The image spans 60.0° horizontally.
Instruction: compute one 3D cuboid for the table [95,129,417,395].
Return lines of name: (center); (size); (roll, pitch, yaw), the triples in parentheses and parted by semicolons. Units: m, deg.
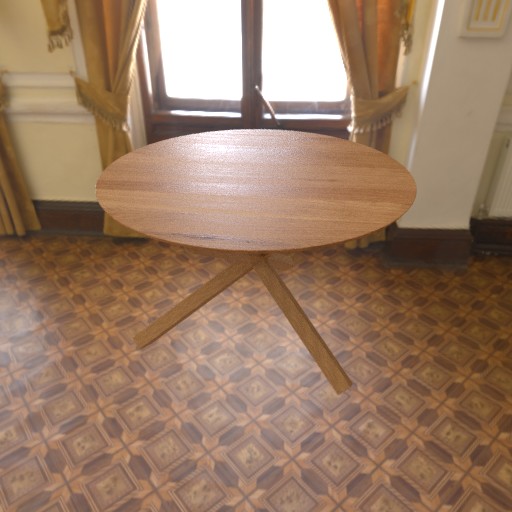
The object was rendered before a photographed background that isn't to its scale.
table: (0.000, 0.000, 1.671); (1.038, 0.666, 1.038); (0, 31, 0)
